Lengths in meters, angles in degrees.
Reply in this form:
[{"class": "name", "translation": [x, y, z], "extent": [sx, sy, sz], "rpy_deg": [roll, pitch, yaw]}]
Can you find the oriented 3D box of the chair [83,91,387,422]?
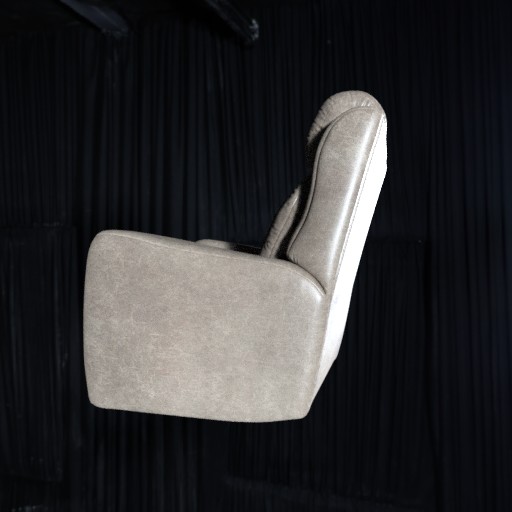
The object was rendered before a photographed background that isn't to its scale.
[{"class": "chair", "translation": [0.000, 0.000, 1.887], "extent": [1.068, 1.116, 0.967], "rpy_deg": [0, 0, 17]}]
